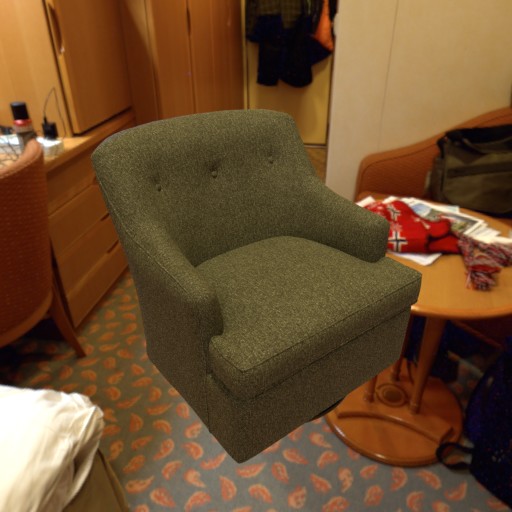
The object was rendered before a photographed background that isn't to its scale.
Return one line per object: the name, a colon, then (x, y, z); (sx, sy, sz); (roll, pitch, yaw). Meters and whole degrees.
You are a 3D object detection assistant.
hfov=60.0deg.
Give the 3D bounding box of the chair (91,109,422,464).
chair: (0.000, 0.000, 1.615); (0.864, 0.856, 0.923); (-21, 36, -31)
